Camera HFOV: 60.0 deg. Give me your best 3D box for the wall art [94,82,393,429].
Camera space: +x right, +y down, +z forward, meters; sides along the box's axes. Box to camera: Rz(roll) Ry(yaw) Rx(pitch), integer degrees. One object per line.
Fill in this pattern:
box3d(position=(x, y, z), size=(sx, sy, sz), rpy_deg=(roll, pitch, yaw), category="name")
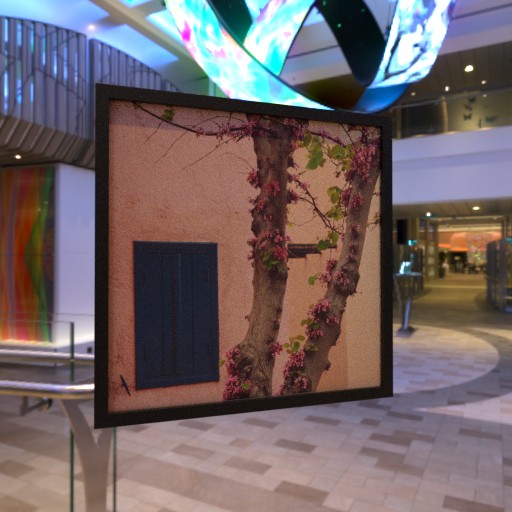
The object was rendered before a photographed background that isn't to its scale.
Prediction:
box3d(position=(0.000, 0.000, 0.744), size=(0.508, 0.508, 0.038), rpy_deg=(0, -1, -18), category="wall art")
